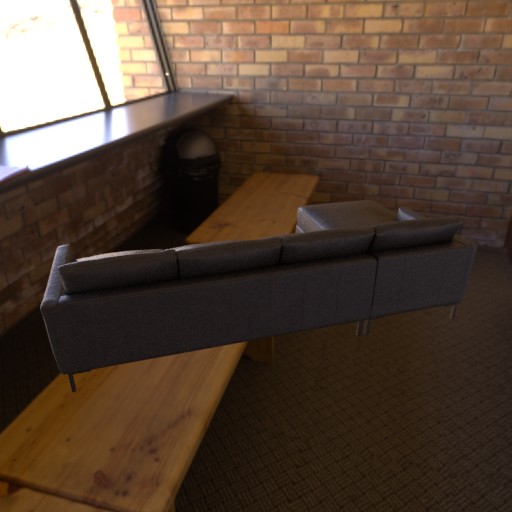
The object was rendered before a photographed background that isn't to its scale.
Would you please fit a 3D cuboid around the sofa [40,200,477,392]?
[{"bbox_3d":[0.000,0.000,3.601,2.993,0.859,1.471,-7,27,-15],"label":"sofa"}]
